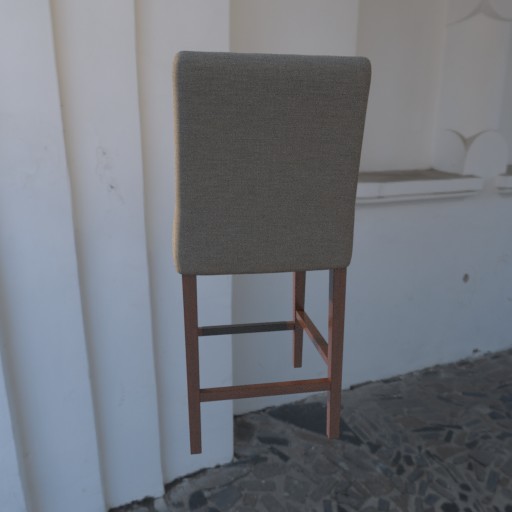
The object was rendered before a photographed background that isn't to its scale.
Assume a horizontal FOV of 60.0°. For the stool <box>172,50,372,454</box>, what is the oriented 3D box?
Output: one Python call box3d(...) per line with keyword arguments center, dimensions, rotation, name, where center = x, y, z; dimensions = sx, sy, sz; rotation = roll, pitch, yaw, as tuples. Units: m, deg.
box3d(center=(0.000, 0.000, 1.266), dimensions=(0.470, 0.981, 0.577), rotation=(-2, 14, -9), name="stool")
